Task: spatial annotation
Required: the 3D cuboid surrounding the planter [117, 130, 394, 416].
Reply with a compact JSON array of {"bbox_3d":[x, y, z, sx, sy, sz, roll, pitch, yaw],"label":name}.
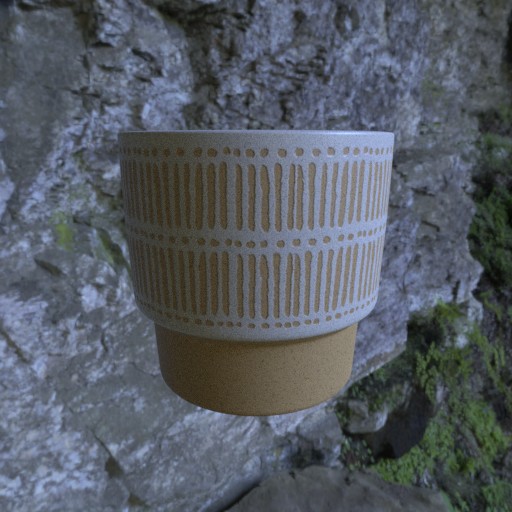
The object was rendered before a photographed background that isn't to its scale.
[{"bbox_3d":[0.000,0.000,0.566,0.317,0.303,0.317,0,15,0],"label":"planter"}]
